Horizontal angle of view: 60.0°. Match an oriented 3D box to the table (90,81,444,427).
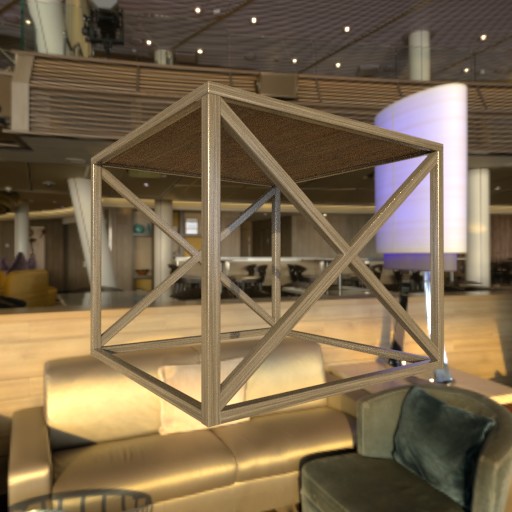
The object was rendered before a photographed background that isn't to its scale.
[{"bbox_3d":[0.000,0.000,1.072,0.611,0.507,0.609,0,-1,-36],"label":"table"}]
